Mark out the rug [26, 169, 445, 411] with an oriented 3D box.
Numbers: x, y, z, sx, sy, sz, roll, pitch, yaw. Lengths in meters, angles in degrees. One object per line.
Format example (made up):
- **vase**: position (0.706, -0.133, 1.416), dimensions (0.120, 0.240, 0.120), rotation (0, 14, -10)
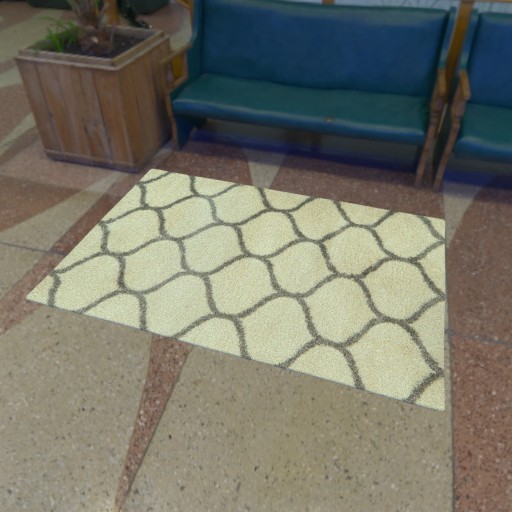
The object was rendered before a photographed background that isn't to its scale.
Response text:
- **rug**: position (0.000, 0.000, 3.325), dimensions (2.701, 0.026, 1.801), rotation (12, 43, 13)
